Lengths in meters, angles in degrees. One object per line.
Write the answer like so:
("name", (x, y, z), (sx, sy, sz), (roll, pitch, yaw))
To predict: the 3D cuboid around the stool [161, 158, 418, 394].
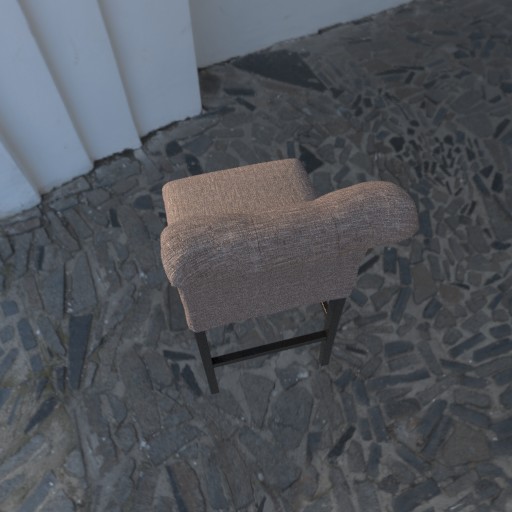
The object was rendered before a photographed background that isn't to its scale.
("stool", (0.000, 0.000, 1.272), (0.457, 0.970, 0.611), (-12, 58, -8))
